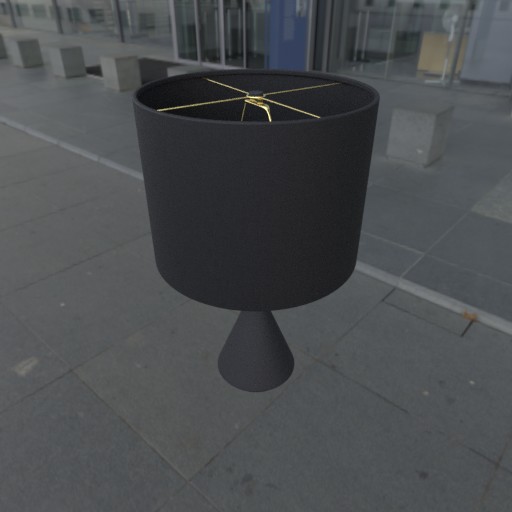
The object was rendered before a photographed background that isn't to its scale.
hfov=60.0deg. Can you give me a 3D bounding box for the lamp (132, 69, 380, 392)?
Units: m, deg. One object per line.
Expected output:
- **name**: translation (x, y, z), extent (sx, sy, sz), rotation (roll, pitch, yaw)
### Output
- **lamp**: translation (0.000, 0.000, 0.813), extent (0.359, 0.584, 0.359), rotation (-19, 37, -28)
